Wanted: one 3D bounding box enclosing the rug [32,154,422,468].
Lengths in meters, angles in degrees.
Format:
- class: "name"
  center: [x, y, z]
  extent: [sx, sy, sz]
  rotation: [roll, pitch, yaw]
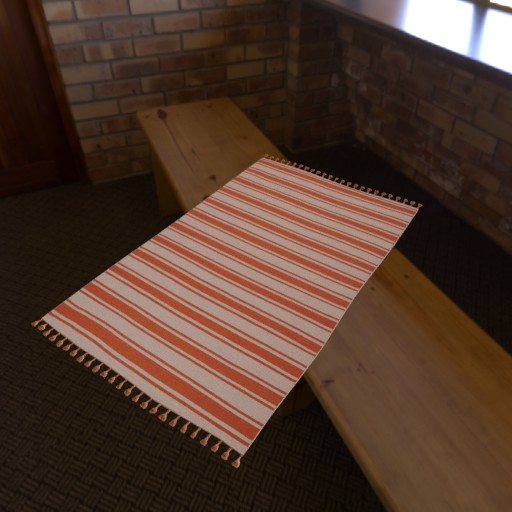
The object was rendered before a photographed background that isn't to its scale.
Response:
- class: "rug"
  center: [0.000, 0.000, 2.531]
  extent: [1.232, 0.017, 2.092]
  rotation: [24, 46, 25]
